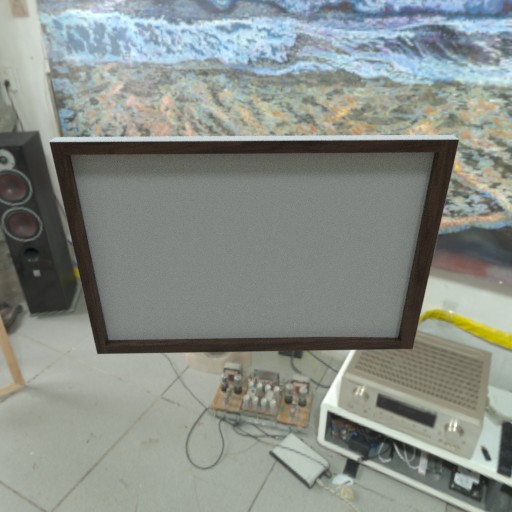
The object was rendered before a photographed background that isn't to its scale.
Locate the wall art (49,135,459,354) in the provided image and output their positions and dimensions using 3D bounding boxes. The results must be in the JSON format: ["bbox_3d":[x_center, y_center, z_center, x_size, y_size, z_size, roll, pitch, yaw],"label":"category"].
[{"bbox_3d":[0.000,0.000,1.435,1.138,0.761,0.051,-1,29,-1],"label":"wall art"}]
